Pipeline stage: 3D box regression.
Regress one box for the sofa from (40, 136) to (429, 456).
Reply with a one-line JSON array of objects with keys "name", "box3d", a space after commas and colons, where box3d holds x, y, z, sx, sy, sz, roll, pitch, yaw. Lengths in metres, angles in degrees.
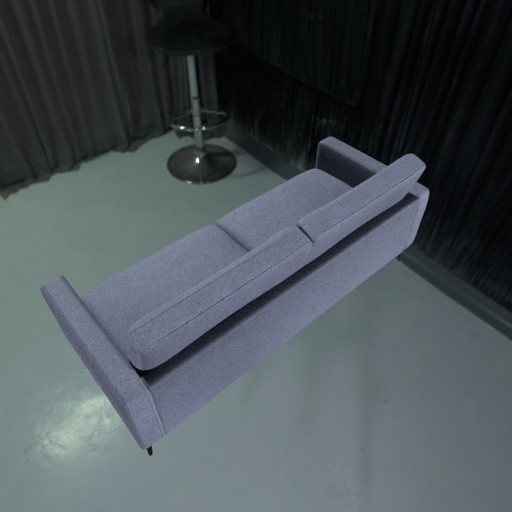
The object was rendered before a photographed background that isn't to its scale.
[{"name": "sofa", "box3d": [0.000, 0.000, 2.331, 1.925, 0.828, 0.774, -32, 54, -27]}]
